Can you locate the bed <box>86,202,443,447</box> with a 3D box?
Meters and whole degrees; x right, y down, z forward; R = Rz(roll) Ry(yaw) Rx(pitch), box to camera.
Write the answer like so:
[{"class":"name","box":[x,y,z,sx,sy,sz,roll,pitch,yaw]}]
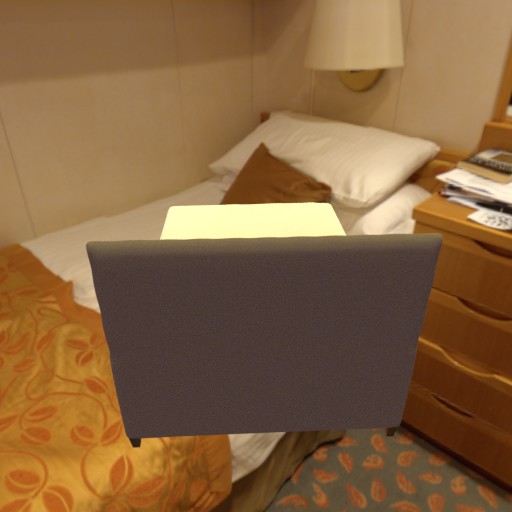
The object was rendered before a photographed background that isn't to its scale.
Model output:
[{"class":"bed","box":[0.000,0.000,3.354,1.696,1.426,2.233,-1,30,-3]}]
